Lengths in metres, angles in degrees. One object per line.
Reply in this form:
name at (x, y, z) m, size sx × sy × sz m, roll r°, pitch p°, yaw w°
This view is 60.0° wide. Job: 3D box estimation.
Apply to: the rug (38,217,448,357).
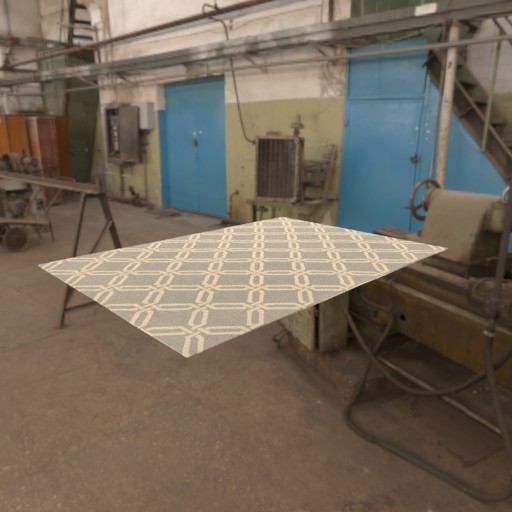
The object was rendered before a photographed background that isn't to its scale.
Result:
rug at (0.000, 0.000, 2.799) m, size 2.133 × 0.013 × 1.522 m, roll -15°, pitch 22°, yaw -42°
